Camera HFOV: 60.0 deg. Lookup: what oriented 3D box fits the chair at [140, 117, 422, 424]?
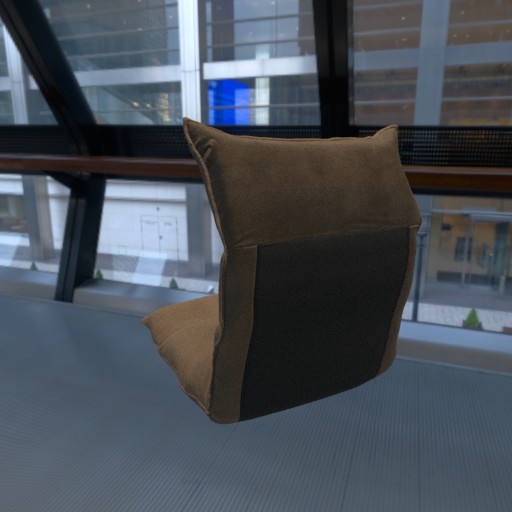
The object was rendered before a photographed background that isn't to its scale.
[{"bbox_3d":[0.000,0.000,1.589,0.714,0.892,0.985,-7,15,-26],"label":"chair"}]
